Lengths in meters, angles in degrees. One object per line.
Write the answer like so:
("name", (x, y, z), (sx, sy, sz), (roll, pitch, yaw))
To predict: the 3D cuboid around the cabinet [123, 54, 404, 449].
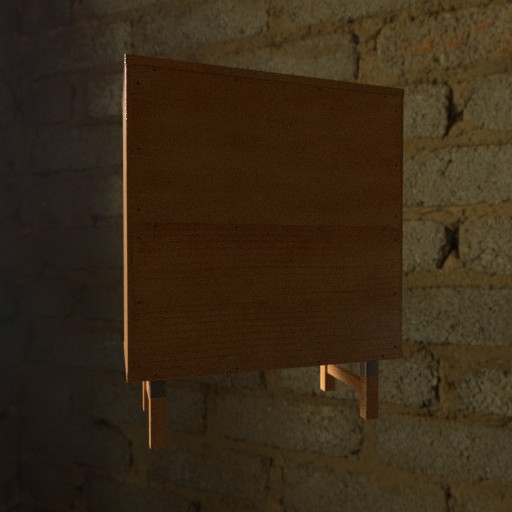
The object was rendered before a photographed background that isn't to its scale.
("cabinet", (0.000, 0.000, 1.407), (0.800, 1.001, 0.419), (0, 1, -18))
